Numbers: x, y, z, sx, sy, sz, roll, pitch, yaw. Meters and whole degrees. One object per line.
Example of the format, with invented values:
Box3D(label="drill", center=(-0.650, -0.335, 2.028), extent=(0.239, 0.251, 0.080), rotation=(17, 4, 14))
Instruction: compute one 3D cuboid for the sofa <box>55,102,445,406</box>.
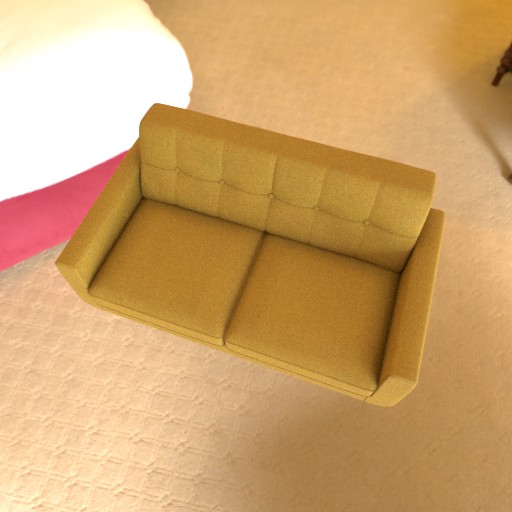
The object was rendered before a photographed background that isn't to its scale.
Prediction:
Box3D(label="sofa", center=(0.000, 0.000, 2.175), extent=(1.631, 0.841, 0.909), rotation=(17, 61, 10))
